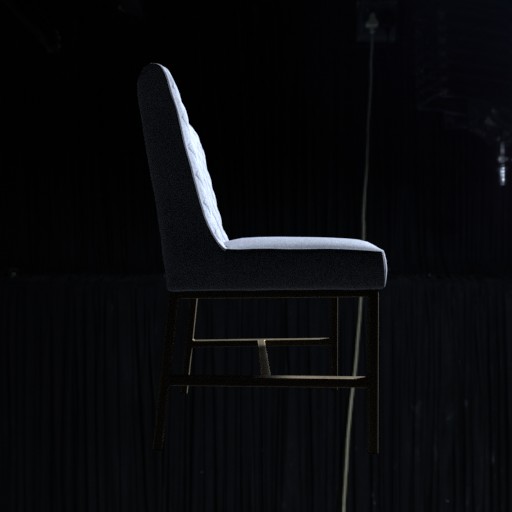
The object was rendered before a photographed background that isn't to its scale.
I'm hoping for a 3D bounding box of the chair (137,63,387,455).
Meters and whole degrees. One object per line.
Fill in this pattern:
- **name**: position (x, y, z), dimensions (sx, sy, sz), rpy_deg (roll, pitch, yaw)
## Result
- **chair**: position (0.000, 0.000, 1.228), dimensions (0.587, 0.889, 0.508), rpy_deg (0, 0, -1)
